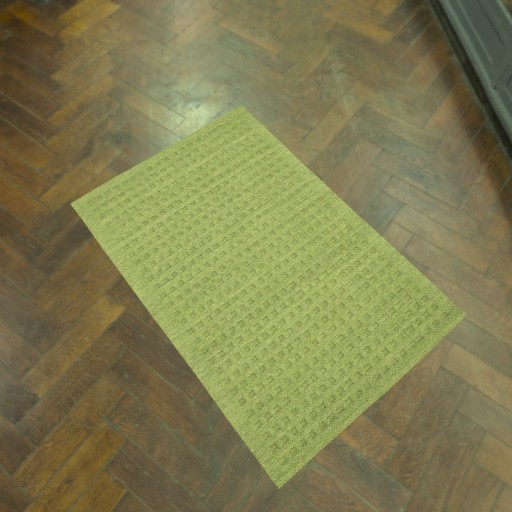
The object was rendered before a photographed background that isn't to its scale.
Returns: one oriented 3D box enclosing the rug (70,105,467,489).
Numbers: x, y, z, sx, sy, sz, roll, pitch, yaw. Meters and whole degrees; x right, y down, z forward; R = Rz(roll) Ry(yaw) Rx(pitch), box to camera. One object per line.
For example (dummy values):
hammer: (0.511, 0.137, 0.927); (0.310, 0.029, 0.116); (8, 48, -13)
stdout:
rug: (0.000, 0.000, 2.937); (1.529, 0.007, 2.297); (-35, 68, -17)
